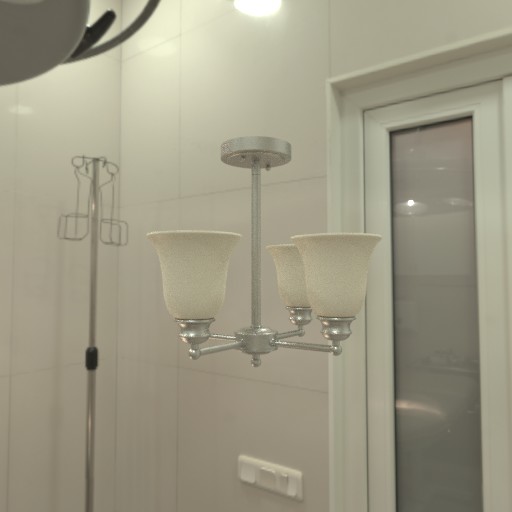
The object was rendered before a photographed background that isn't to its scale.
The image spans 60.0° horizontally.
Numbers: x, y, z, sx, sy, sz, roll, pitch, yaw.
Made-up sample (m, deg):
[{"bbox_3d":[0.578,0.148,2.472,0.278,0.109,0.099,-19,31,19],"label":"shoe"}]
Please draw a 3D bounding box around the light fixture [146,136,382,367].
[{"bbox_3d":[0.000,0.000,0.746,0.427,0.370,0.427,-2,-3,36],"label":"light fixture"}]
